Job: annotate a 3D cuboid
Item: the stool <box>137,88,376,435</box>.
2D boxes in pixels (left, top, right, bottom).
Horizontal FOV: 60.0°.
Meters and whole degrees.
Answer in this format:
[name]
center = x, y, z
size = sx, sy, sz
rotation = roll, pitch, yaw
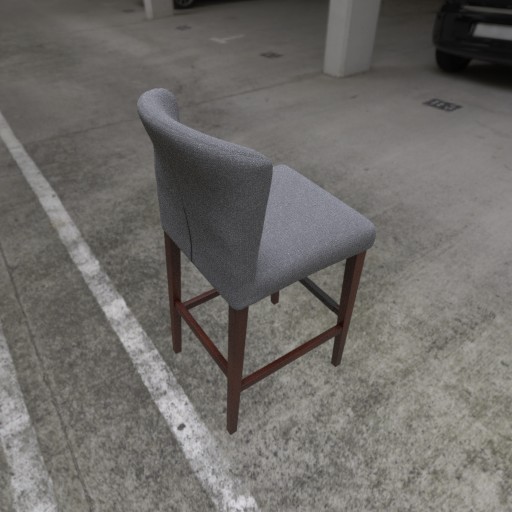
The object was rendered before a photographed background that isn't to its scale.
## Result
[stool]
center = 0.000, 0.000, 1.425
size = 0.568, 1.069, 0.486
rotation = -24, 46, -26
